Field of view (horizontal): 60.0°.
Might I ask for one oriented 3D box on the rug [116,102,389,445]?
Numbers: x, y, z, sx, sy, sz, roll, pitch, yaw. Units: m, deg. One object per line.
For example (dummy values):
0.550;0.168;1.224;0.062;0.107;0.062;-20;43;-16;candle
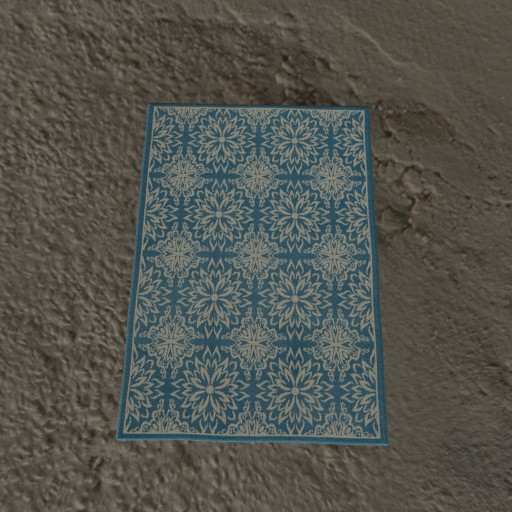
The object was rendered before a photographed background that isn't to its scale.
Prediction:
0.000;0.000;2.815;1.554;0.012;2.205;1;75;0;rug
